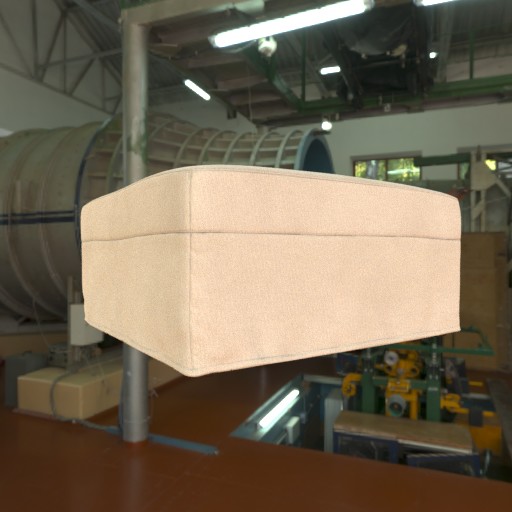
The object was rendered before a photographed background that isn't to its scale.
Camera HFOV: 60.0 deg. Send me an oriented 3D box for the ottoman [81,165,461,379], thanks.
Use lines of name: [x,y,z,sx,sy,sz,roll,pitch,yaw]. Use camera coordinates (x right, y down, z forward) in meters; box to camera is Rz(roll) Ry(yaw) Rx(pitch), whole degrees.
ottoman: [0.000,0.000,1.329,0.843,0.441,0.842,0,0,-34]
